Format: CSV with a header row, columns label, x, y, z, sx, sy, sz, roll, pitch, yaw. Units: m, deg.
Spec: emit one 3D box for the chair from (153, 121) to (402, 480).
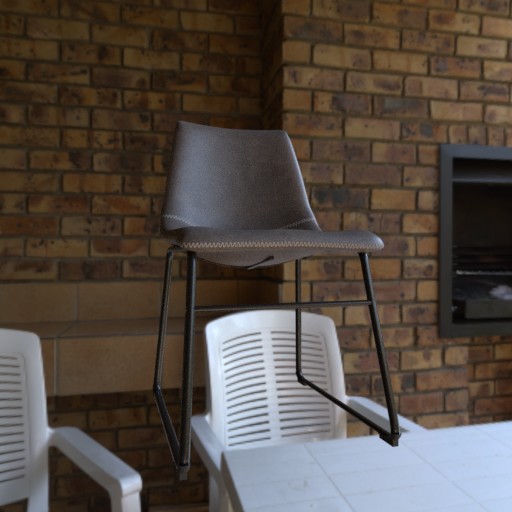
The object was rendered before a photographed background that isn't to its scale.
label,x,y,z,sx,sy,sz,roll,pitch,yaw
chair,0.000,0.000,1.090,0.460,0.780,0.550,0,0,-18
